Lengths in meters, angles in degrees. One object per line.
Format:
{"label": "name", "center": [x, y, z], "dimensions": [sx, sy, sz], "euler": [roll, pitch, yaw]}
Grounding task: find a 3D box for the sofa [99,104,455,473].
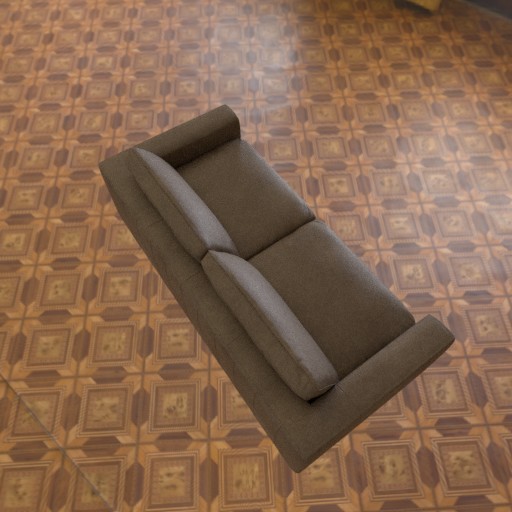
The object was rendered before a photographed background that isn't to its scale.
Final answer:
{"label": "sofa", "center": [0.000, 0.000, 2.808], "dimensions": [1.070, 0.801, 2.262], "euler": [-31, 64, -17]}
